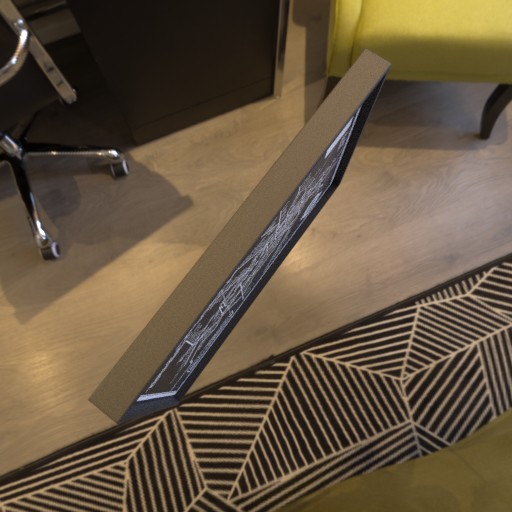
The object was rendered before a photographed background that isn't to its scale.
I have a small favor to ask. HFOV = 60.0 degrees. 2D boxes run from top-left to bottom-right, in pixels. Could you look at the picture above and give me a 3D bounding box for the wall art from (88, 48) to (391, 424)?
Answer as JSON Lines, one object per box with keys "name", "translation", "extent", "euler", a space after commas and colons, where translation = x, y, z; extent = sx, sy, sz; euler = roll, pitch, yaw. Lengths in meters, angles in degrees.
{"name": "wall art", "translation": [0.000, 0.000, 0.860], "extent": [0.051, 0.456, 0.671], "euler": [35, 77, 9]}
